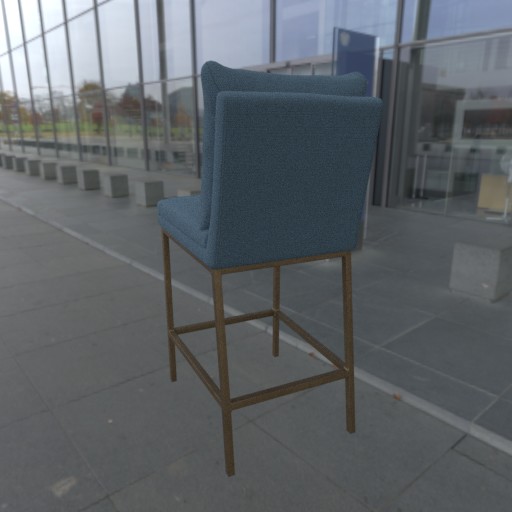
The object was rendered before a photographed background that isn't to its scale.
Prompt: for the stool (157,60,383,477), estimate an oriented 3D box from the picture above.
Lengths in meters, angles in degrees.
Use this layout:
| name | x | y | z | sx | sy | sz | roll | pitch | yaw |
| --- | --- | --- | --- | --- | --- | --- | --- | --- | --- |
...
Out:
| name | x | y | z | sx | sy | sz | roll | pitch | yaw |
| --- | --- | --- | --- | --- | --- | --- | --- | --- | --- |
| stool | 0.000 | 0.000 | 1.351 | 0.463 | 1.032 | 0.568 | -8 | 18 | -25 |
